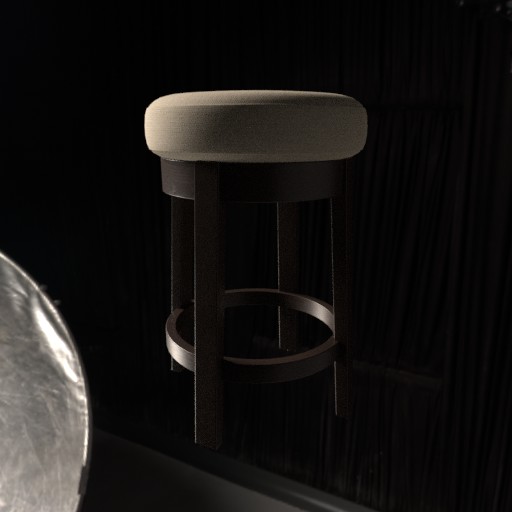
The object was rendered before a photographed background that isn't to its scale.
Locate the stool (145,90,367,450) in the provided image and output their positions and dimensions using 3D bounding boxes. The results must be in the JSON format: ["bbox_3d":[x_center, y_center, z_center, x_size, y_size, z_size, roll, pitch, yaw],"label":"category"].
[{"bbox_3d":[0.000,0.000,0.954,0.449,0.655,0.449,0,16,0],"label":"stool"}]
